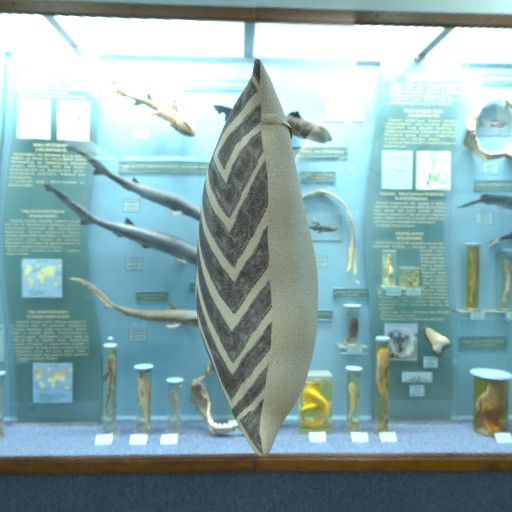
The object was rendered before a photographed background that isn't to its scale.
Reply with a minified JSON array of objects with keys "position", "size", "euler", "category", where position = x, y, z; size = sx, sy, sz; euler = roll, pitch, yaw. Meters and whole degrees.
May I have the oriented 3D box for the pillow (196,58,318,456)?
[{"position":[0.000,0.000,0.687],"size":[0.182,0.441,0.440],"euler":[0,1,0],"category":"pillow"}]
